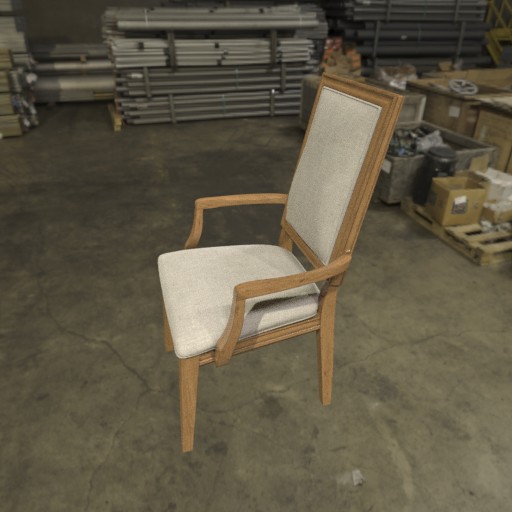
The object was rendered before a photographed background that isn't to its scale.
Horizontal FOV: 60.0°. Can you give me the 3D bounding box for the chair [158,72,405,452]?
[{"bbox_3d":[0.000,0.000,1.368,0.602,0.990,0.606,-8,30,-14],"label":"chair"}]
